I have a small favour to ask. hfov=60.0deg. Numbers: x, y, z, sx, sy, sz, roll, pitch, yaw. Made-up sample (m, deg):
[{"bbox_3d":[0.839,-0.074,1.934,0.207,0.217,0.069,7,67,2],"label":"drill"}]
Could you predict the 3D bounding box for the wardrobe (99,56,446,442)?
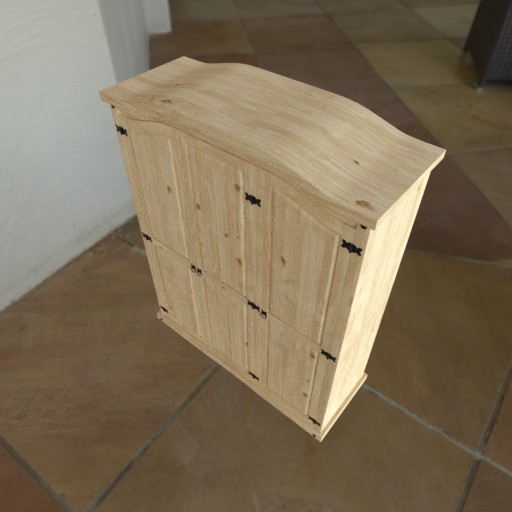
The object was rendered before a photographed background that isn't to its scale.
[{"bbox_3d":[0.000,0.000,2.562,1.500,1.870,0.570,30,53,27],"label":"wardrobe"}]
